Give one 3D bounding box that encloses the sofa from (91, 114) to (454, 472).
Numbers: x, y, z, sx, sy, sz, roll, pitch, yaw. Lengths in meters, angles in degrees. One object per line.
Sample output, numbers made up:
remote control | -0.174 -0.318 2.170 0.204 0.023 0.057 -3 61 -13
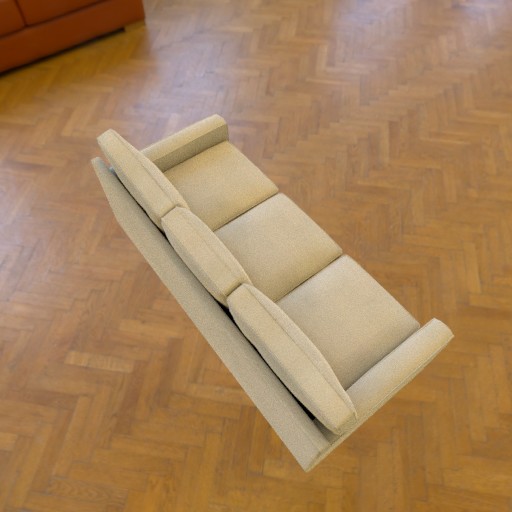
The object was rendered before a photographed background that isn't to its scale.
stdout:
sofa | 0.000 0.000 2.600 0.935 0.862 2.088 -33 63 -19
